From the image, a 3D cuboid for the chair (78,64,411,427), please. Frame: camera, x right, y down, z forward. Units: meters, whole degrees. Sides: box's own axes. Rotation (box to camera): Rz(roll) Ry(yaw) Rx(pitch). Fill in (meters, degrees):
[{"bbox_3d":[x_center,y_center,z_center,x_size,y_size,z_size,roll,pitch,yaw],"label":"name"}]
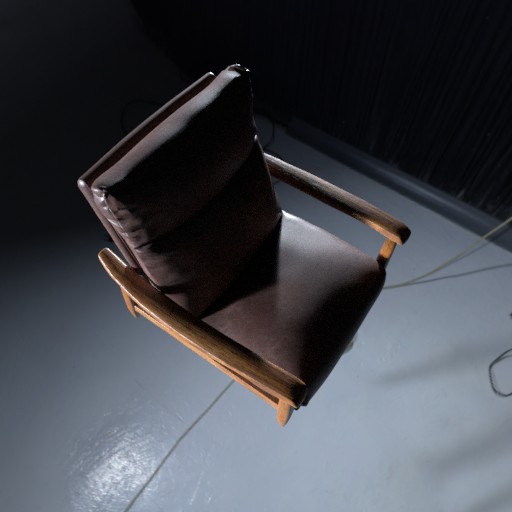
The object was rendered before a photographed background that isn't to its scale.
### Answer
[{"bbox_3d":[0.000,0.000,1.541,0.830,0.897,0.782,32,64,18],"label":"chair"}]
